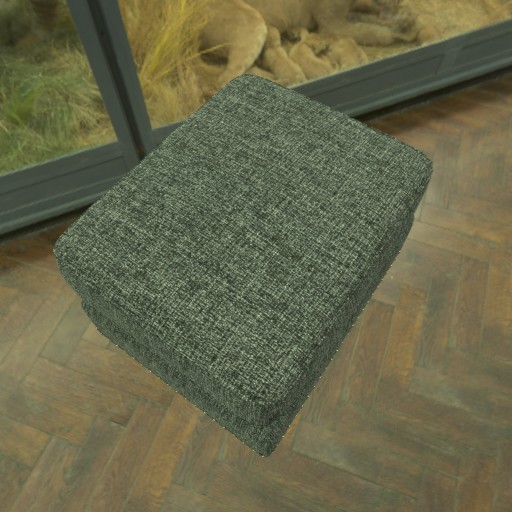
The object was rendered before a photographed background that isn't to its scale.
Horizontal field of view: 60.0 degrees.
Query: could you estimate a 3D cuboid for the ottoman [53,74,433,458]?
[{"bbox_3d":[0.000,0.000,1.141,0.589,0.537,0.738,31,65,17],"label":"ottoman"}]
